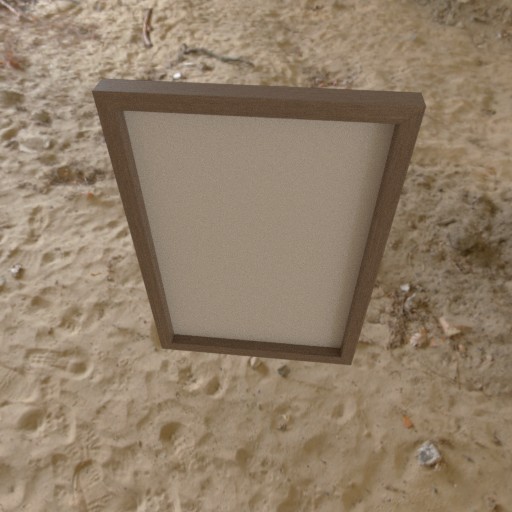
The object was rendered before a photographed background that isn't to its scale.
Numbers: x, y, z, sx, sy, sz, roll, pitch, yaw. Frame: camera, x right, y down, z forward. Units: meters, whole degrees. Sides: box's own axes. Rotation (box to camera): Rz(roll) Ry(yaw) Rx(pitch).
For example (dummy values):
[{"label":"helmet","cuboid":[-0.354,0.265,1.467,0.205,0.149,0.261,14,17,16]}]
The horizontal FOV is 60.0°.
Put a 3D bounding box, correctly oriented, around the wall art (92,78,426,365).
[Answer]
[{"label":"wall art","cuboid":[0.000,0.000,0.664,0.358,0.510,0.032,4,46,4]}]
